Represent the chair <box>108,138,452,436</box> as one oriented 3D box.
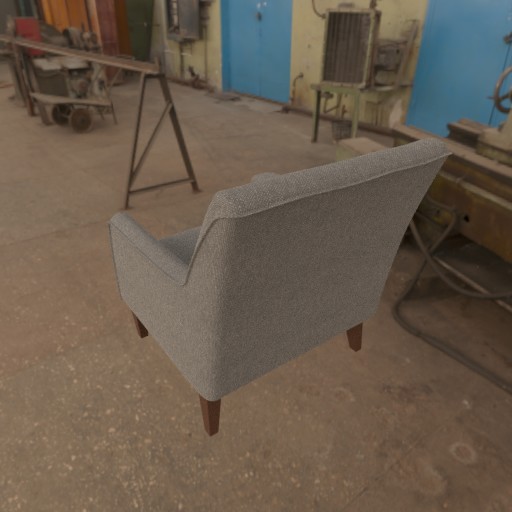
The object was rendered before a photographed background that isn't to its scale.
[{"bbox_3d":[0.000,0.000,1.610,0.780,0.919,0.899,-20,36,-31],"label":"chair"}]
